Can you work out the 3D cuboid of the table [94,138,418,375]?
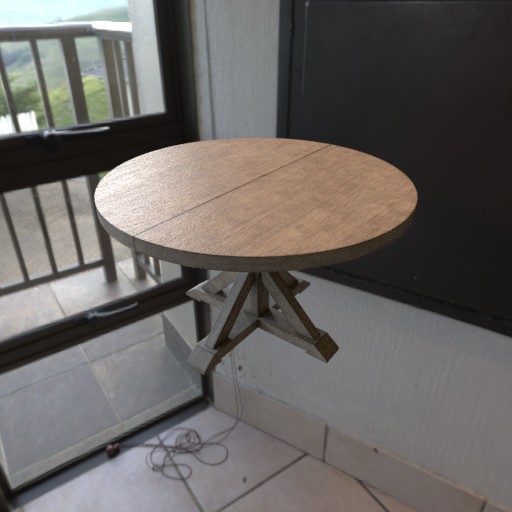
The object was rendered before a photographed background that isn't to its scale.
[{"bbox_3d":[0.000,0.000,2.150,1.363,0.781,1.363,0,30,0],"label":"table"}]
